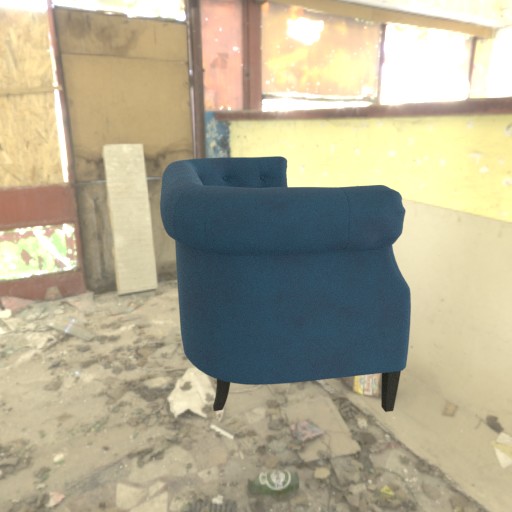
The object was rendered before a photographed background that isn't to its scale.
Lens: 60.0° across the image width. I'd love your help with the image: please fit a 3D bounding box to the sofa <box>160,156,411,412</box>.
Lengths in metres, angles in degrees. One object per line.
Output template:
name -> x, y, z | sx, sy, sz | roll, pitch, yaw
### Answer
sofa -> 0.000, 0.000, 2.082 | 0.835, 0.827, 1.558 | -3, 17, -10
